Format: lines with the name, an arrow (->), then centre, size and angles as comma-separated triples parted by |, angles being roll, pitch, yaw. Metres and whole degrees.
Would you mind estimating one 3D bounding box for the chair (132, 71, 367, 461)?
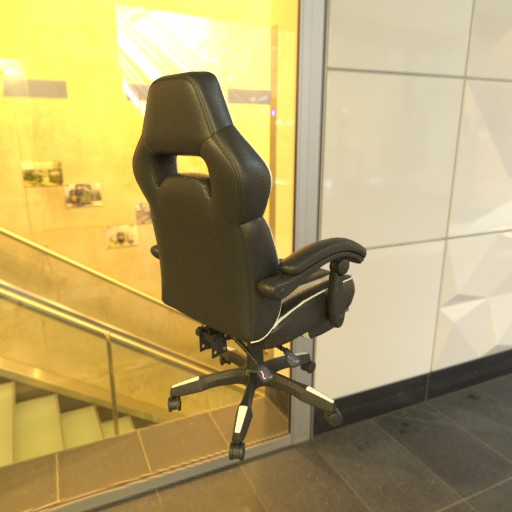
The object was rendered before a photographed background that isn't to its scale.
chair -> 0.000, 0.000, 1.623 | 0.700, 1.200, 0.676 | -15, 21, -42
